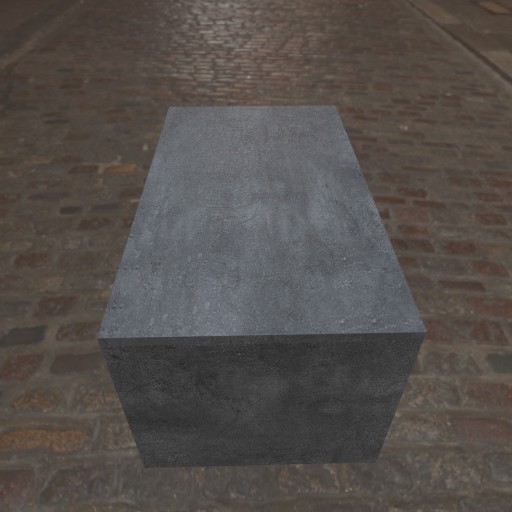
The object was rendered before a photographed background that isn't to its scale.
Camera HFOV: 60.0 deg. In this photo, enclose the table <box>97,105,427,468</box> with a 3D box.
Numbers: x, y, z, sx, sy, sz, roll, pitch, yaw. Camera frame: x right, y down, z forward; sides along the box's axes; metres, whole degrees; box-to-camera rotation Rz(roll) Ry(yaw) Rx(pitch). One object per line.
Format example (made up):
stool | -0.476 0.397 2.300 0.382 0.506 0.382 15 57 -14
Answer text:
table | 0.000 0.000 0.915 0.400 0.350 0.700 -1 41 -1
